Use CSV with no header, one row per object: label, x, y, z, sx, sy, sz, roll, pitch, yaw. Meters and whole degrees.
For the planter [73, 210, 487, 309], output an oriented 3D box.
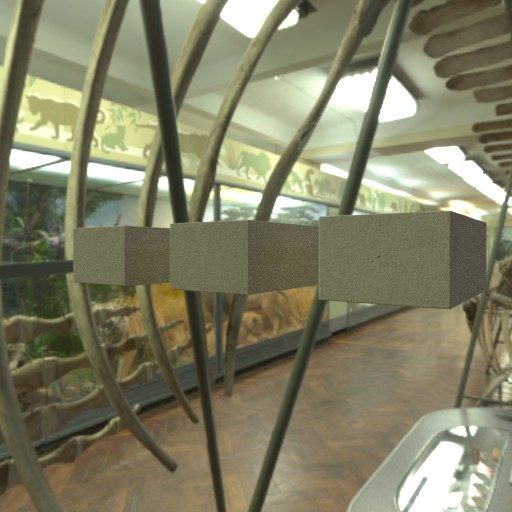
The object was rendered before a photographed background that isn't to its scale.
planter,0.000,0.000,0.376,0.333,0.051,0.127,1,1,35
